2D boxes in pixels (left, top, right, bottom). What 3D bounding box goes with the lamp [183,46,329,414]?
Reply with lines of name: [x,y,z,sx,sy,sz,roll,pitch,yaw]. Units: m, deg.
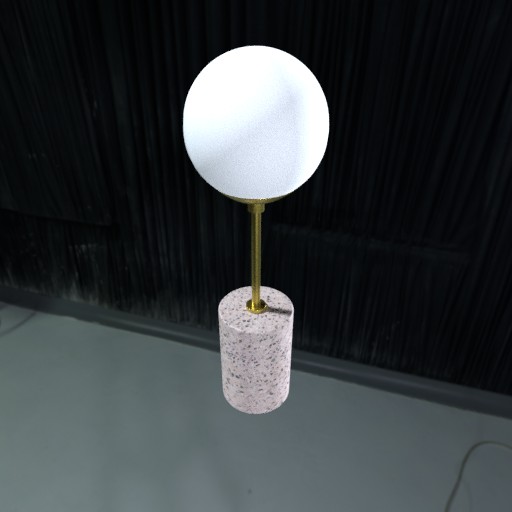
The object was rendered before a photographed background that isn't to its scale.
lamp: [0.000,0.000,0.558,0.153,0.480,0.153,0,32,0]
